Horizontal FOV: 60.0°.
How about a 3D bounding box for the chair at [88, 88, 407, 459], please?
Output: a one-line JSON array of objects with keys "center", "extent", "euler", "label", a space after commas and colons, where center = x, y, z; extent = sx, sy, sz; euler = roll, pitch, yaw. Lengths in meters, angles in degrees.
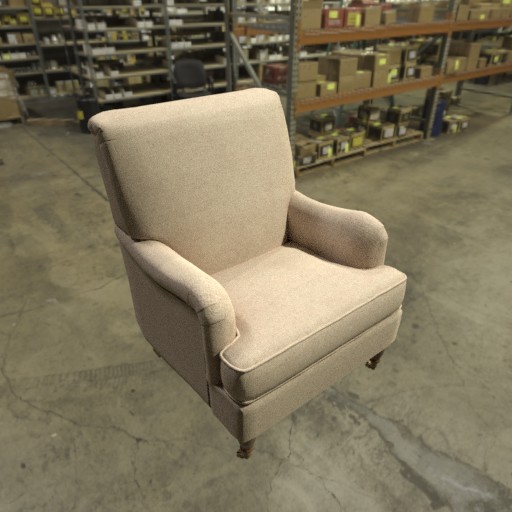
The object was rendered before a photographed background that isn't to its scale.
[{"center": [0.000, 0.000, 1.809], "extent": [0.879, 1.119, 0.953], "euler": [-22, 38, -32], "label": "chair"}]
